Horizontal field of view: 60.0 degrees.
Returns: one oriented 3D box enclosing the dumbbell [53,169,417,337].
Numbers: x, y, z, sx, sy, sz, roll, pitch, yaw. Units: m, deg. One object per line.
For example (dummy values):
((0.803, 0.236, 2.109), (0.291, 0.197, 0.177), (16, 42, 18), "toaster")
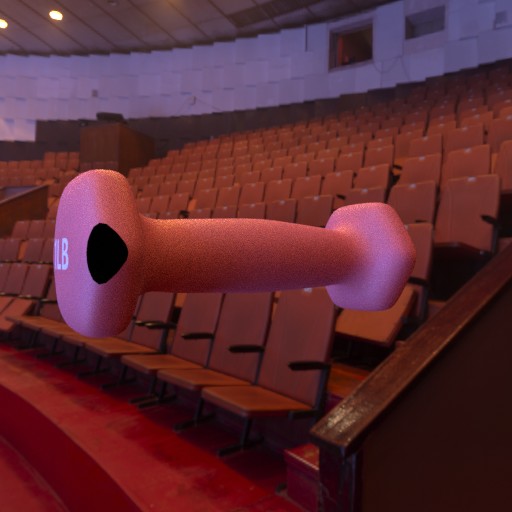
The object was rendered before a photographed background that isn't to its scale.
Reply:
((0.000, 0.000, 0.149), (0.123, 0.043, 0.047), (1, -1, -35), "dumbbell")
